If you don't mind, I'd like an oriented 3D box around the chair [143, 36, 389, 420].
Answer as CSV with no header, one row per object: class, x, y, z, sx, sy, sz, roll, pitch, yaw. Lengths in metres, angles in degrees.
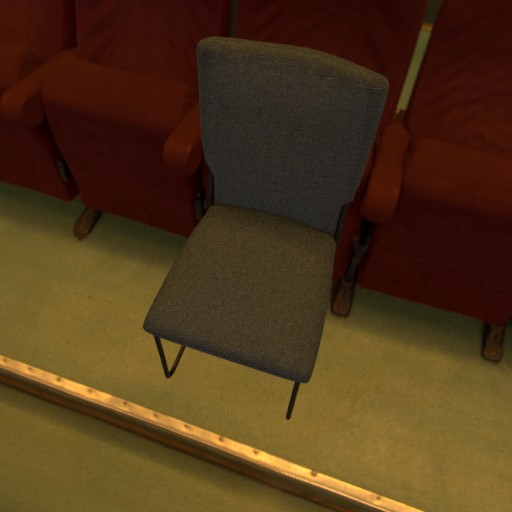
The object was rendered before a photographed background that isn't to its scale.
chair,0.000,0.000,1.261,0.480,0.931,0.635,16,61,9
